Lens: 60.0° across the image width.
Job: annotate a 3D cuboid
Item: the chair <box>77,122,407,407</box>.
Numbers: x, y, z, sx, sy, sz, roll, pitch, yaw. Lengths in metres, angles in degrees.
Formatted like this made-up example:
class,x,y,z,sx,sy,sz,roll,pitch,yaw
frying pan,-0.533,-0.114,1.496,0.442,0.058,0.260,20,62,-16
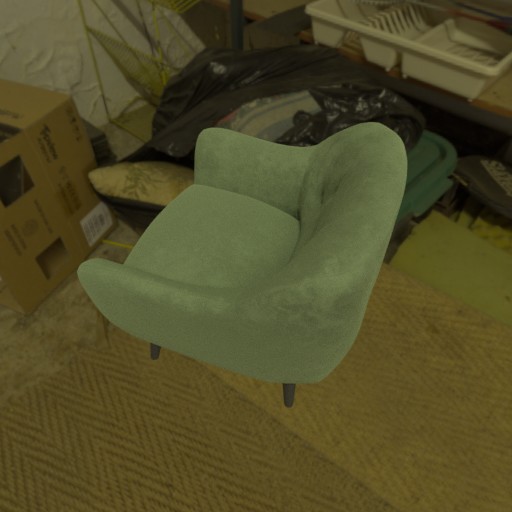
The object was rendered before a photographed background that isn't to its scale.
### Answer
class,x,y,z,sx,sy,sz,roll,pitch,yaw
chair,0.000,0.000,1.517,0.819,0.804,0.840,15,47,14
